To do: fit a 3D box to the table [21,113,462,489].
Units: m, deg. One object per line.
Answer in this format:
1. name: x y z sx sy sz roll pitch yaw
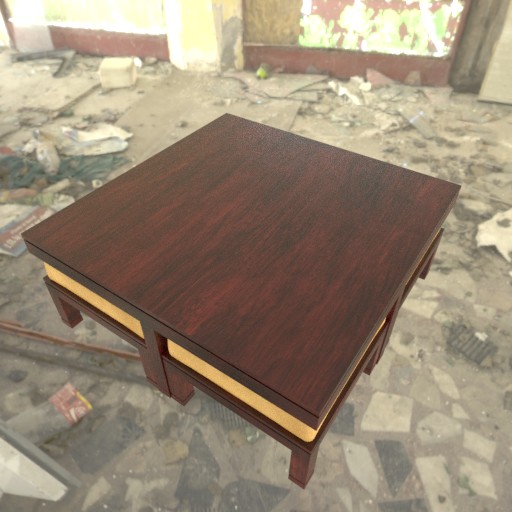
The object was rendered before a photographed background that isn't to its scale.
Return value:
1. table: 0.000 0.000 1.333 0.865 0.356 0.865 25 48 25
